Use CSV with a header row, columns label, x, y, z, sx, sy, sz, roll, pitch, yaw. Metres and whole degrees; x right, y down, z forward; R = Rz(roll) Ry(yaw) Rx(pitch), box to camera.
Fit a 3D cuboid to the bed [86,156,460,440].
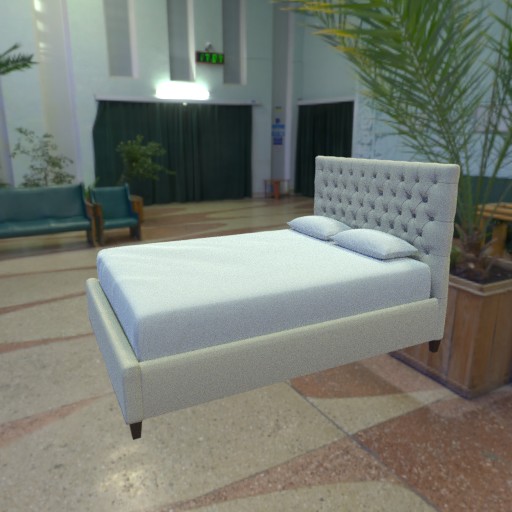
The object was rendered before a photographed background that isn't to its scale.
label,x,y,z,sx,sy,sz,roll,pitch,yaw
bed,0.000,0.000,3.451,2.387,1.427,1.698,-7,17,-26
